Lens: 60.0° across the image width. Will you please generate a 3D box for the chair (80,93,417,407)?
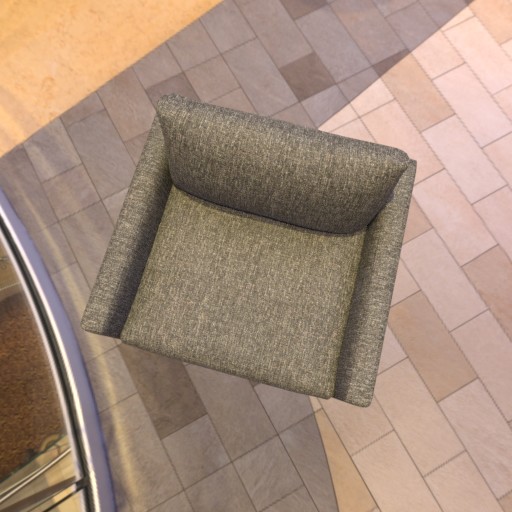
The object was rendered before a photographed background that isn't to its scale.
[{"bbox_3d":[0.000,0.000,1.639,0.963,0.861,0.866,14,76,4],"label":"chair"}]
